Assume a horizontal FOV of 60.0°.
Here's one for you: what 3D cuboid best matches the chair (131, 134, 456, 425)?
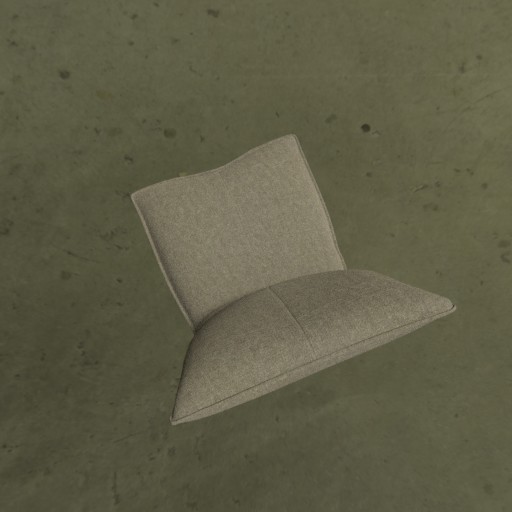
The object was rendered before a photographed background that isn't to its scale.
[{"bbox_3d":[0.000,0.000,1.298,0.597,0.811,0.696,-21,77,-5],"label":"chair"}]
